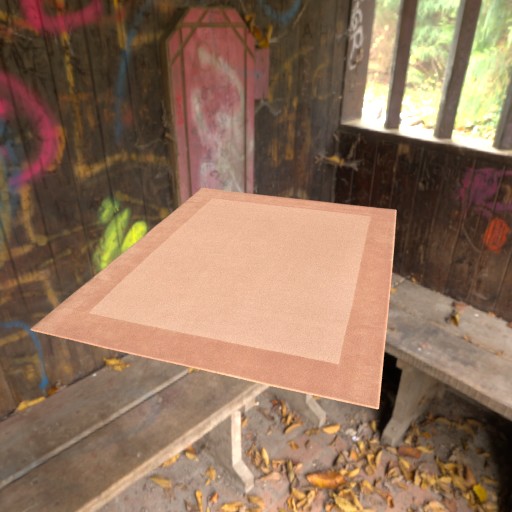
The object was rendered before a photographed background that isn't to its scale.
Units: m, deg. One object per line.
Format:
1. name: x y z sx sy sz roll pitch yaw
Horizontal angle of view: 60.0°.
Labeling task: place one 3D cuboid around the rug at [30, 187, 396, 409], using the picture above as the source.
1. rug: 0.000 0.000 4.116 2.431 0.021 3.057 9 30 15
